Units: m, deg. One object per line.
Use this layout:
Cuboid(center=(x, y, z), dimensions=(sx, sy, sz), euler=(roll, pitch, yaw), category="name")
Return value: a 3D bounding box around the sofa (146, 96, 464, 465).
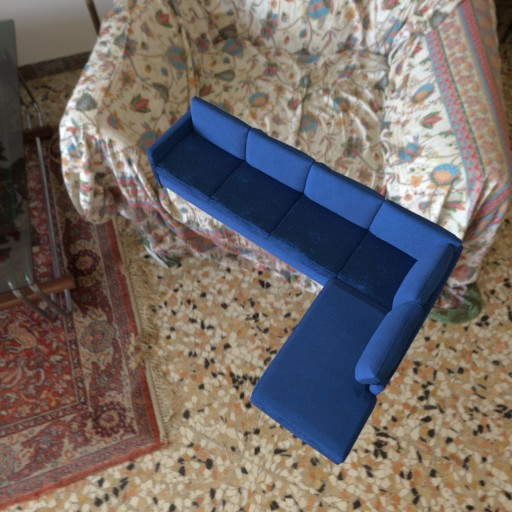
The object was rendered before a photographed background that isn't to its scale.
Cuboid(center=(0.000, 0.000, 3.293), dimensions=(2.486, 0.687, 1.707), euler=(32, 67, 15), category="sofa")
